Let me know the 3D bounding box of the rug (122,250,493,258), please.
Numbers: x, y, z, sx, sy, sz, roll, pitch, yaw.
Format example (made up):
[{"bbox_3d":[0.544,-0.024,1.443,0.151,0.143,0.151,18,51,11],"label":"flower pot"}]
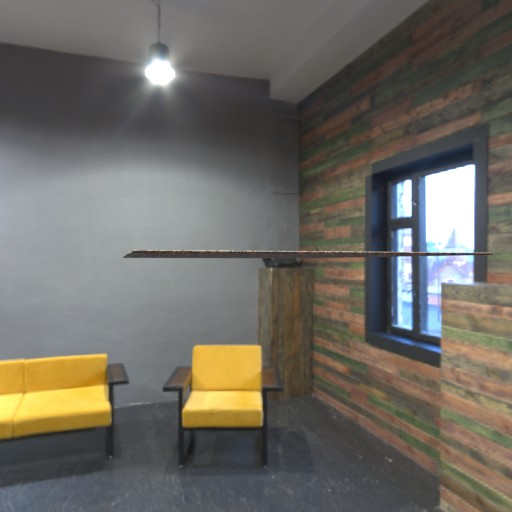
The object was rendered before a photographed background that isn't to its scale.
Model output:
[{"bbox_3d":[0.000,0.000,2.947,1.676,0.013,2.261,0,-1,-17],"label":"rug"}]
